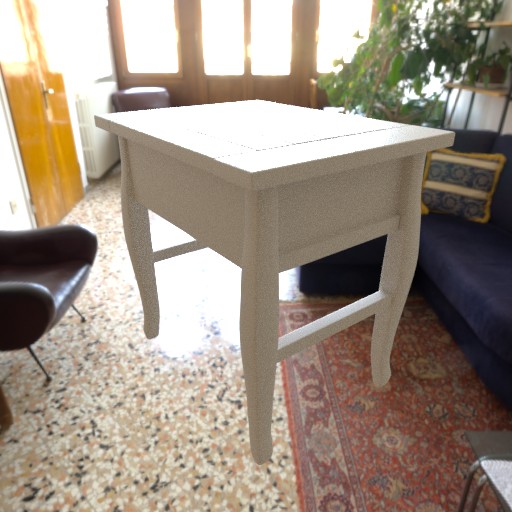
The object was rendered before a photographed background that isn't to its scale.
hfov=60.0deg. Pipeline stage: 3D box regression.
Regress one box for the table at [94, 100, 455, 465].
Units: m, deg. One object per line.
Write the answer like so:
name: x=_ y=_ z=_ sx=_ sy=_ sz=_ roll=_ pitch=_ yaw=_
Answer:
table: x=0.000 y=0.000 z=1.030 sx=0.463 sy=0.605 sz=0.599 roll=-18 pitch=31 yaw=-33
